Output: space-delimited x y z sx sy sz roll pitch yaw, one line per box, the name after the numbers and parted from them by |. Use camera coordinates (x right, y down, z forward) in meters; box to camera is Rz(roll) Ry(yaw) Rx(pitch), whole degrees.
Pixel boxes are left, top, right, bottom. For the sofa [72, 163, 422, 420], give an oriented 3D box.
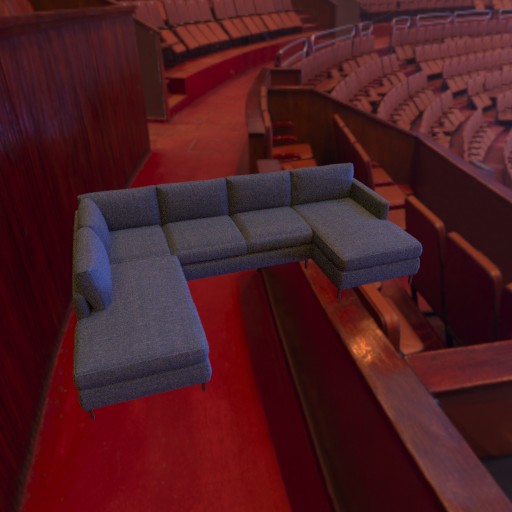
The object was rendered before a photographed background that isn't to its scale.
0.000 0.000 3.530 2.737 0.753 1.879 -10 32 -16 | sofa
